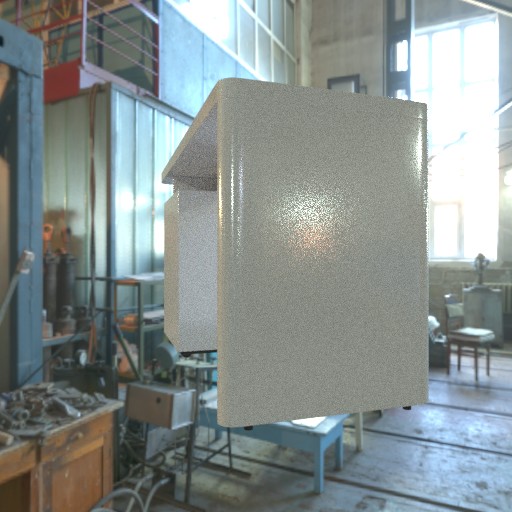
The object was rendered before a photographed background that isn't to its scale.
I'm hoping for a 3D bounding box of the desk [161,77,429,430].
[{"bbox_3d":[0.000,0.000,1.589,0.550,0.760,1.200,0,0,-18],"label":"desk"}]
